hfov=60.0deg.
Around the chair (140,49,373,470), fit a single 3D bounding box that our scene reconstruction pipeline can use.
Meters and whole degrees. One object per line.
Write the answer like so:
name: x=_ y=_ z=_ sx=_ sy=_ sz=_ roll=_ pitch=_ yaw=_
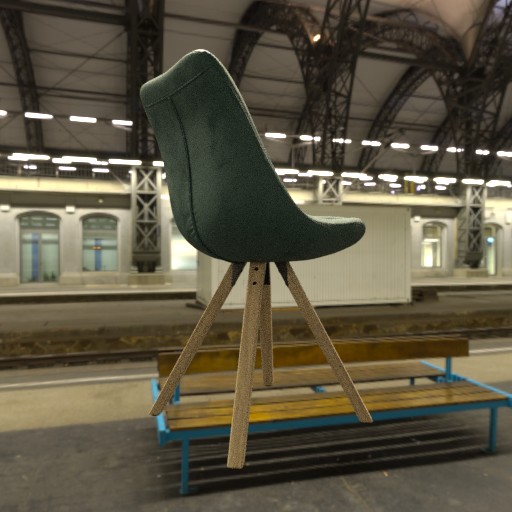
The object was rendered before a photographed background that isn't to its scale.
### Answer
chair: x=0.000 y=0.000 z=1.181 sx=0.547 sy=0.865 sz=0.483 roll=0 pitch=1 yaw=-38
